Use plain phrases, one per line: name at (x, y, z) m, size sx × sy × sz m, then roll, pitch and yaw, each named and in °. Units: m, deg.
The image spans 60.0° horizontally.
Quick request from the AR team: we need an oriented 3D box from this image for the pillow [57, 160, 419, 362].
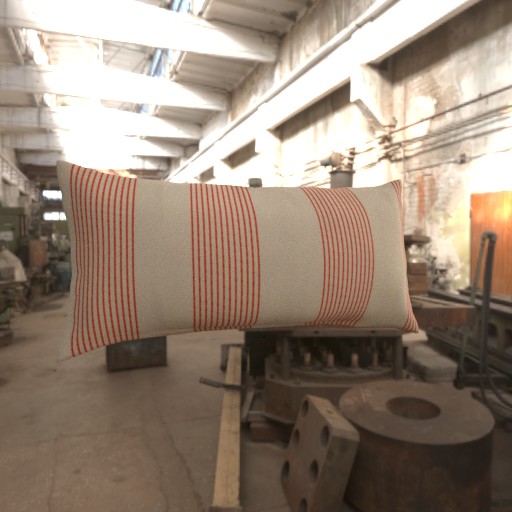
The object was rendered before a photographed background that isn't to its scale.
pillow at (0.000, 0.000, 0.733) m, size 0.608 × 0.292 × 0.156 m, roll -1°, pitch 2°, yaw -18°
